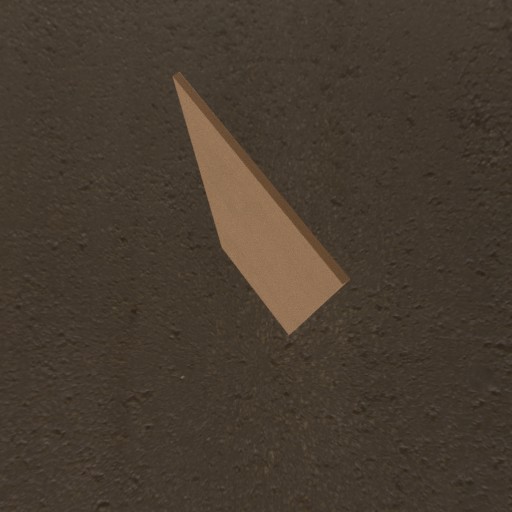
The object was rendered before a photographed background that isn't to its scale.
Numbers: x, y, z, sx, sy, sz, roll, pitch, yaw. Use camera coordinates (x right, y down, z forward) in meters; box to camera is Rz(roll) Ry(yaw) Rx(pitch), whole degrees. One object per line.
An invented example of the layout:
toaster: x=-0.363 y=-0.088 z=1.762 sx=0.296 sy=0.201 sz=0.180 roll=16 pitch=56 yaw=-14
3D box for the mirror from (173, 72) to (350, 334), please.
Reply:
mirror: x=0.000 y=0.000 z=2.266 sx=0.026 sy=2.031 sz=0.812 roll=-36 pitch=79 yaw=-8
